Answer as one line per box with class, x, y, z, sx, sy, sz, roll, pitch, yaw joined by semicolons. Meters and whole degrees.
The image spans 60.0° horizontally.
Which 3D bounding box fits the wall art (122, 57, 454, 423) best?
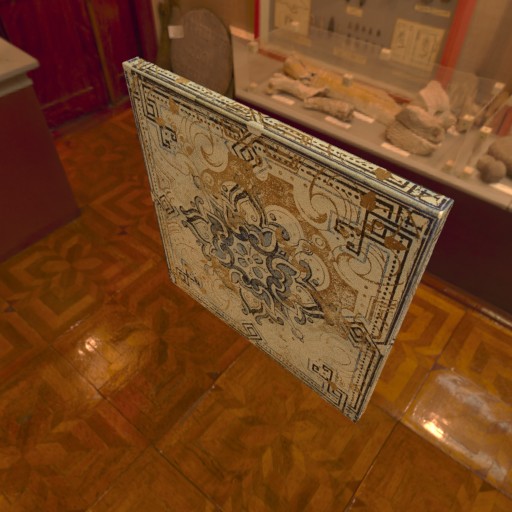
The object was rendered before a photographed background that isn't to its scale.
wall art;0.000;0.000;0.884;0.609;0.607;0.036;33;55;27
